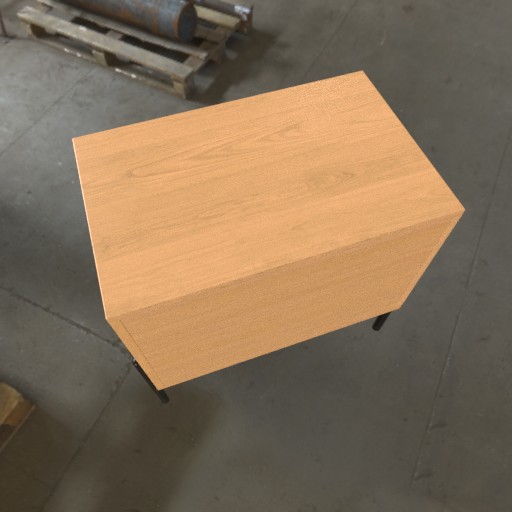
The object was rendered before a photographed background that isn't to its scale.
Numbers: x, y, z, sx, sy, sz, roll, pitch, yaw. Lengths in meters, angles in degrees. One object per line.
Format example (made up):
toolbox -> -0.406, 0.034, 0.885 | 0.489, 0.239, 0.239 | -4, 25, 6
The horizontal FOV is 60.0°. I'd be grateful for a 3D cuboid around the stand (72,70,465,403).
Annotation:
stand -> 0.000, 0.000, 1.023 | 0.630, 0.600, 0.400 | -17, 60, -10
